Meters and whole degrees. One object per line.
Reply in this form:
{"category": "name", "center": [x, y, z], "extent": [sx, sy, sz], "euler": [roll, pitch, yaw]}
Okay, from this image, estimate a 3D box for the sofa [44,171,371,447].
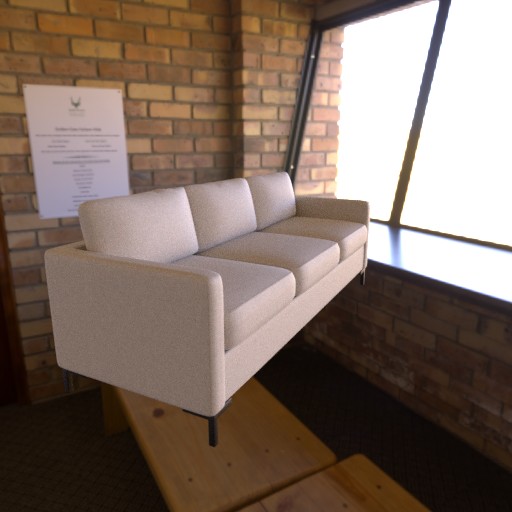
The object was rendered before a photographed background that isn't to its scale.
{"category": "sofa", "center": [0.000, 0.000, 2.650], "extent": [0.859, 0.874, 2.218], "euler": [8, 17, 27]}
